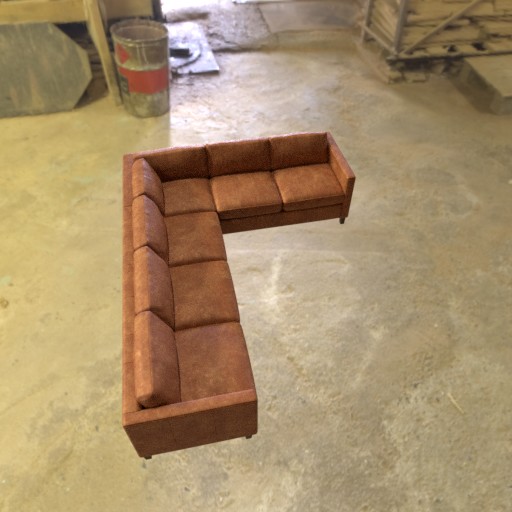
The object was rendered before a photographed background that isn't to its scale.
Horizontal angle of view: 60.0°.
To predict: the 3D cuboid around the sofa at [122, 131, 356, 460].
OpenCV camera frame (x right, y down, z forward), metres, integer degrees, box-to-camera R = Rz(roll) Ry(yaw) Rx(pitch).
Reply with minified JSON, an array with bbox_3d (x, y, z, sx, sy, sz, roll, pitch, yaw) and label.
[{"bbox_3d":[0.000,0.000,4.282,2.438,0.838,3.167,-8,48,-8],"label":"sofa"}]
